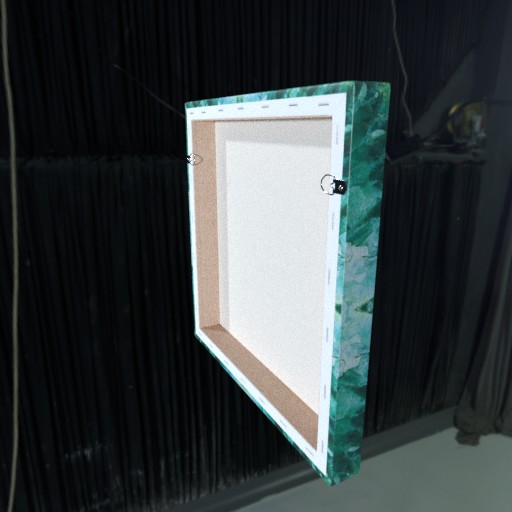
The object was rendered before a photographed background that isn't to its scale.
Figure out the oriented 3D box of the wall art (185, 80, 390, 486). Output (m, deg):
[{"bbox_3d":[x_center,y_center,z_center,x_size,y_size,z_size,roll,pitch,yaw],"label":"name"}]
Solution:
[{"bbox_3d":[0.000,0.000,0.458,0.033,0.313,0.313,-9,18,-27],"label":"wall art"}]
